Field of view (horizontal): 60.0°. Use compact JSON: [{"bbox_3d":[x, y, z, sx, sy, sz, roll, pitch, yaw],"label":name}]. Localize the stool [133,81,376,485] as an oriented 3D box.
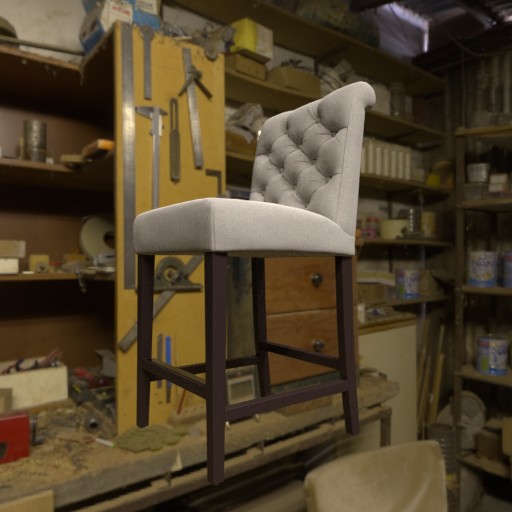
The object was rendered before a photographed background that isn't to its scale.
[{"bbox_3d":[0.000,0.000,1.345,0.601,1.040,0.493,1,-1,-36],"label":"stool"}]
